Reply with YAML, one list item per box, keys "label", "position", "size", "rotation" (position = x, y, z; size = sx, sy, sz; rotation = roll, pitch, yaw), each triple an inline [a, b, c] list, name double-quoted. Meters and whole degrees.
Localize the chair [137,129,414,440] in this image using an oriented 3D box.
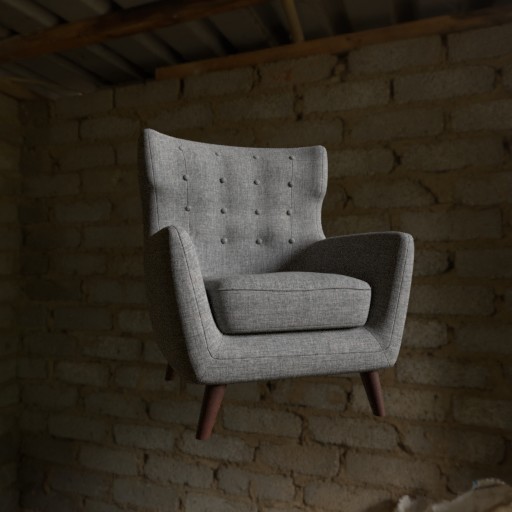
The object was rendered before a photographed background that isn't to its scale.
- label: "chair"
  position: [0.000, 0.000, 1.753]
  size: [0.878, 1.063, 0.904]
  rotation: [0, -1, -19]
